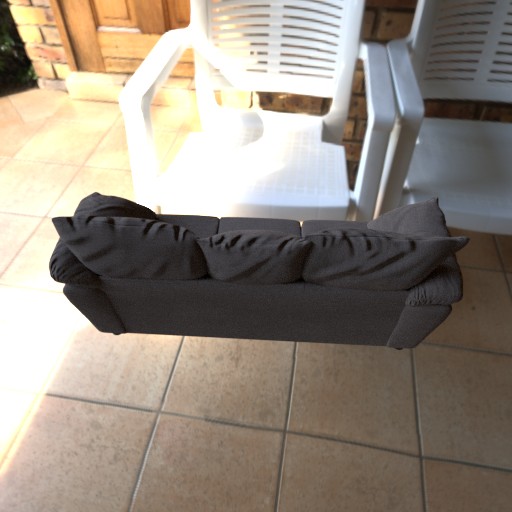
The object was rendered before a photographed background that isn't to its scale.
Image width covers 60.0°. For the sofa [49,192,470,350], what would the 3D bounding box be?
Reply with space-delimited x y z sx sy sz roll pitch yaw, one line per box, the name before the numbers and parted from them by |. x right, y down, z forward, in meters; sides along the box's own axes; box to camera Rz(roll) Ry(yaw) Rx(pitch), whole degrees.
sofa | 0.000 0.000 2.863 2.390 1.043 0.927 3 47 2
